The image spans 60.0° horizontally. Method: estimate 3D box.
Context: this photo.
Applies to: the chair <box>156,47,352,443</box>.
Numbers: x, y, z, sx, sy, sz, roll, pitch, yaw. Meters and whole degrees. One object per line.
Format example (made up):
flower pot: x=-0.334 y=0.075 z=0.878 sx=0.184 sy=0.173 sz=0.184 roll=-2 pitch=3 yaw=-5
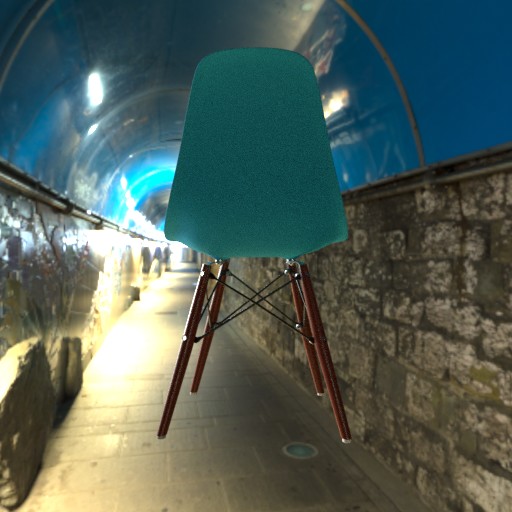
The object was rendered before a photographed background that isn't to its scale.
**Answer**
chair: x=0.000 y=0.000 z=1.140 sx=0.470 sy=0.826 sz=0.533 roll=0 pitch=0 yaw=1
